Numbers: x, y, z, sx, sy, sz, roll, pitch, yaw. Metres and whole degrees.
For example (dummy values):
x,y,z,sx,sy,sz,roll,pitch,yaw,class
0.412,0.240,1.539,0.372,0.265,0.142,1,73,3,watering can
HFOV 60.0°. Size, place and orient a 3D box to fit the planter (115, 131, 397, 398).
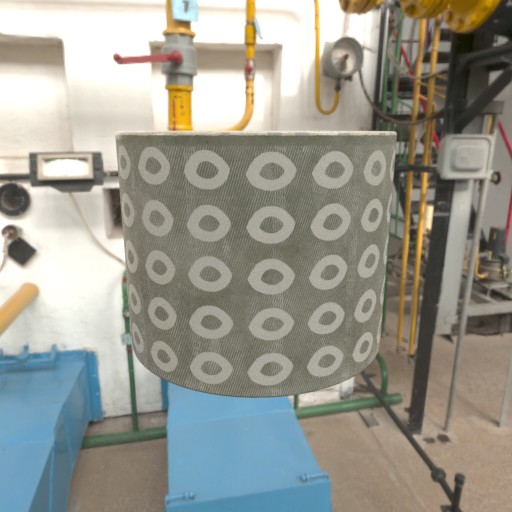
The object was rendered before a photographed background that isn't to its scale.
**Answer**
x,y,z,sx,sy,sz,roll,pitch,yaw,class
0.000,0.000,0.336,0.190,0.181,0.190,0,15,0,planter
